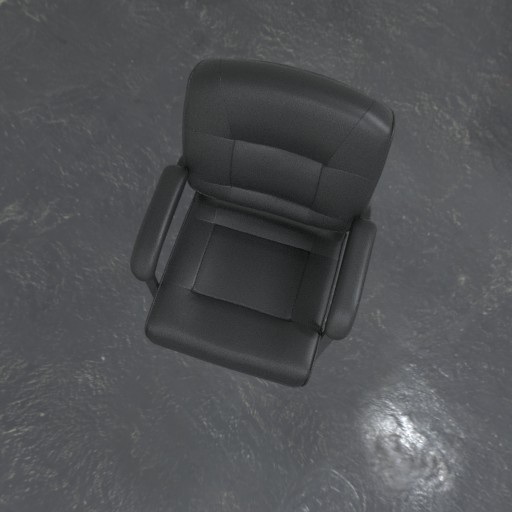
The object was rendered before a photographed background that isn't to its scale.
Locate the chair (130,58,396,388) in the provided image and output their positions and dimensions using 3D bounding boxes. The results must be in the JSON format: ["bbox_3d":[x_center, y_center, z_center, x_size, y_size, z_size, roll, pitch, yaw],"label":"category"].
[{"bbox_3d":[0.000,0.000,1.319,0.591,0.910,0.668,16,76,4],"label":"chair"}]
